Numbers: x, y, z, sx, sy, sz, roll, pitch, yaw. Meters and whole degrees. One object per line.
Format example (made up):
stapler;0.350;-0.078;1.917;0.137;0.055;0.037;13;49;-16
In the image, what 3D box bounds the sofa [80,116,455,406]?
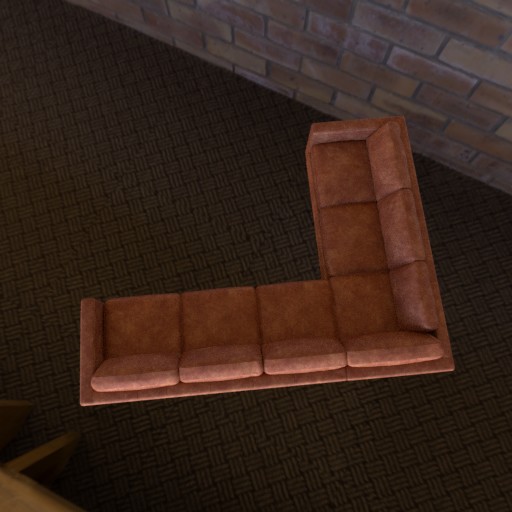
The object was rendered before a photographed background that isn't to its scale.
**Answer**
sofa;0.000;0.000;4.266;3.150;0.838;2.438;-5;75;-1
